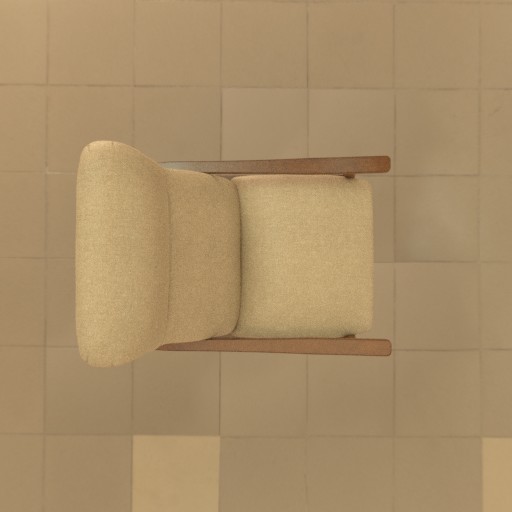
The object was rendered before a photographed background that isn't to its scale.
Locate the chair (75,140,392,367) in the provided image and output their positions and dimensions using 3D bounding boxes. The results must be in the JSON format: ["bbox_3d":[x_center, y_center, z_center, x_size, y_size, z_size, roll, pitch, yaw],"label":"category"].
[{"bbox_3d":[0.000,0.000,1.768,1.030,1.082,0.762,0,89,0],"label":"chair"}]
